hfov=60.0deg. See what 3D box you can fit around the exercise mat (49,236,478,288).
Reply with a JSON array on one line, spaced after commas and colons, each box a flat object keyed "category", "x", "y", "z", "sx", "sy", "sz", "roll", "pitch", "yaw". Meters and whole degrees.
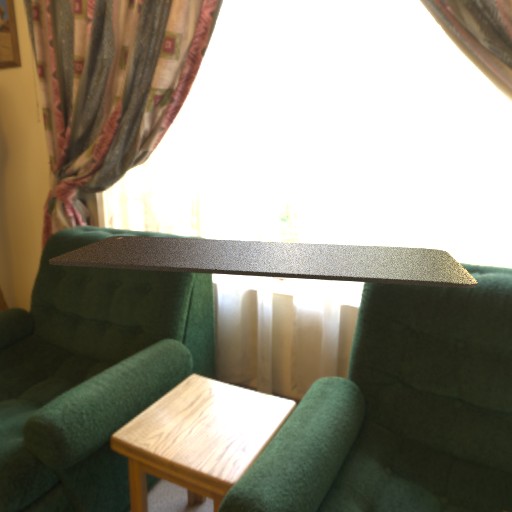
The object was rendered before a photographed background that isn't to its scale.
[{"category": "exercise mat", "x": 0.000, "y": 0.000, "z": 2.152, "sx": 1.869, "sy": 0.021, "sz": 0.616, "roll": 3, "pitch": 14, "yaw": 11}]
